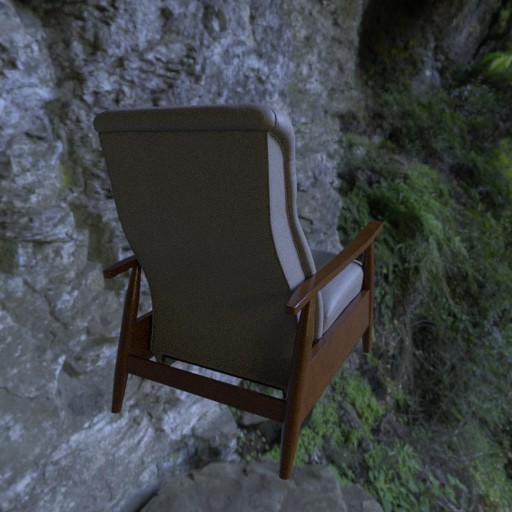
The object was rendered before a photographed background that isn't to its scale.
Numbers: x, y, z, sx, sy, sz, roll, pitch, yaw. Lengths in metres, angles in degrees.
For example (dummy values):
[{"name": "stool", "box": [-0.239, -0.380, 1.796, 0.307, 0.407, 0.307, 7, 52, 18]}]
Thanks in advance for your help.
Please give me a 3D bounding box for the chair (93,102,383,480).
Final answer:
[{"name": "chair", "box": [0.000, 0.000, 1.768, 0.762, 1.082, 1.032, 8, 17, 28]}]
